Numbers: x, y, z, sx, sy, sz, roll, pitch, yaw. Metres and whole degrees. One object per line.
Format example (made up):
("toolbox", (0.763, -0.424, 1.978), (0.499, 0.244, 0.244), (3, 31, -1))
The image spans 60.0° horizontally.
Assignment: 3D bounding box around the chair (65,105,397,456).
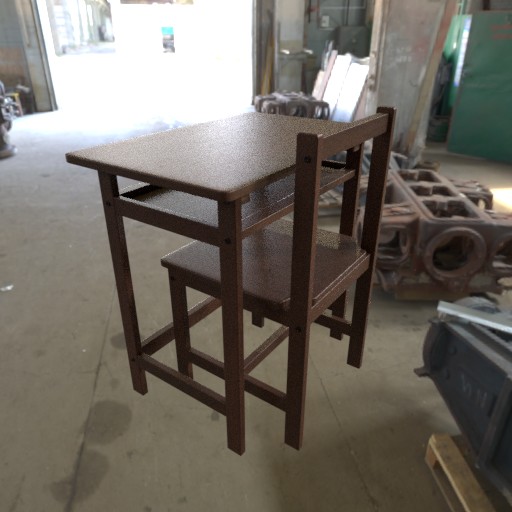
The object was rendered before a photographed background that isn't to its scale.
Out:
("chair", (0.000, 0.000, 1.045), (0.463, 0.673, 0.599), (18, 32, 31))
